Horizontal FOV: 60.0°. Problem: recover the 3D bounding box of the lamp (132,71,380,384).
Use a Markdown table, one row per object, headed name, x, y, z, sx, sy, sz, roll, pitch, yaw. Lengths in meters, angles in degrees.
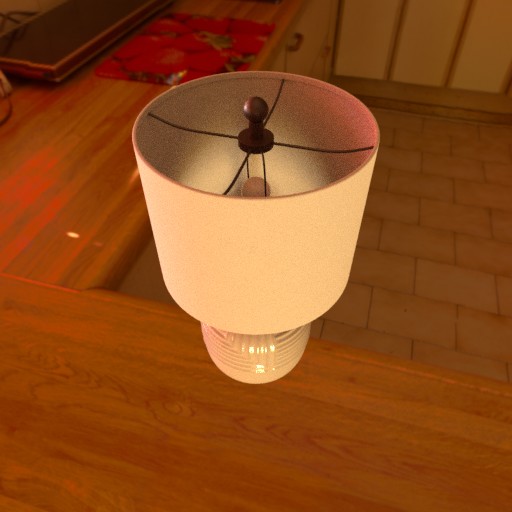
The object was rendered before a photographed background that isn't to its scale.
| name | x | y | z | sx | sy | sz | roll | pitch | yaw |
| --- | --- | --- | --- | --- | --- | --- | --- | --- | --- |
| lamp | 0.000 | 0.000 | 0.757 | 0.318 | 0.567 | 0.318 | 0 | 46 | 0 |
